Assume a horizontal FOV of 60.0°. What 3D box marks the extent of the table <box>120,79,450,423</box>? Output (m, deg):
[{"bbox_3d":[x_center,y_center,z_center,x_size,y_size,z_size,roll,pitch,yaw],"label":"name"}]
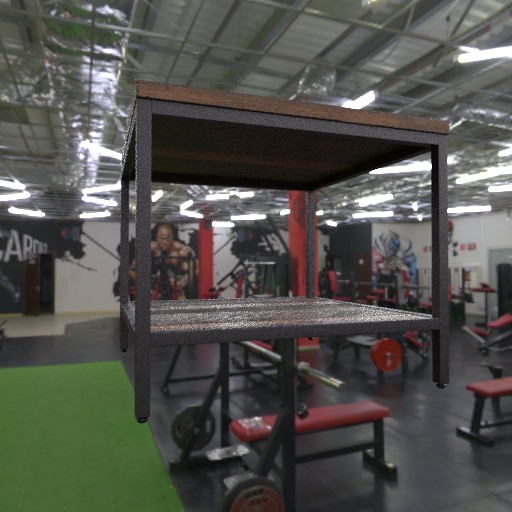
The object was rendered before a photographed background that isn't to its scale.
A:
[{"bbox_3d":[0.000,0.000,0.965,0.548,0.482,0.553,0,-1,-19],"label":"table"}]
